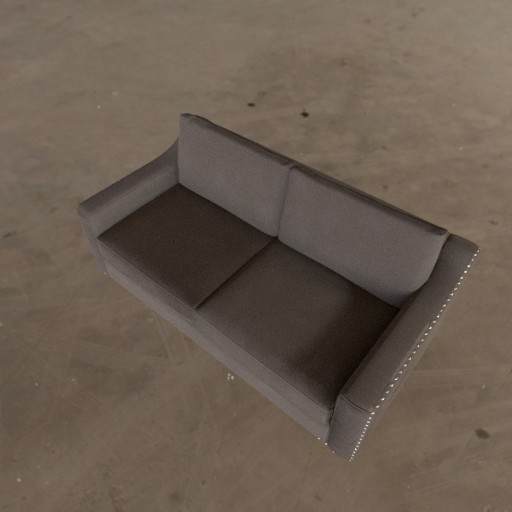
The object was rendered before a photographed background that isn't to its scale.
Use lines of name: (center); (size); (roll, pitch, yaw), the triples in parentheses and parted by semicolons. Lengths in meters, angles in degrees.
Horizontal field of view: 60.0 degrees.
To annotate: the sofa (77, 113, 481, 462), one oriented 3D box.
sofa: (0.000, 0.000, 3.241); (2.550, 1.196, 1.336); (31, 54, 26)
